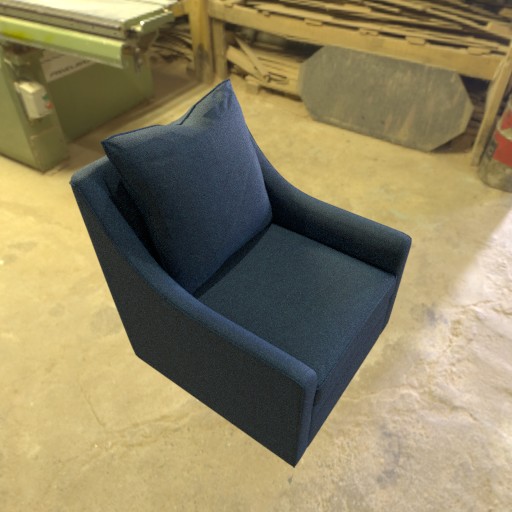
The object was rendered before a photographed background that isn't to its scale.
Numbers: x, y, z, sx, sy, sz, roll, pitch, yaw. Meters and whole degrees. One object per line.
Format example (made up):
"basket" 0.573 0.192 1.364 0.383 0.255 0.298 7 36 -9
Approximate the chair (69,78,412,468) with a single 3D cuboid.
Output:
"chair" 0.000 0.000 1.572 0.870 0.939 0.750 26 48 26
